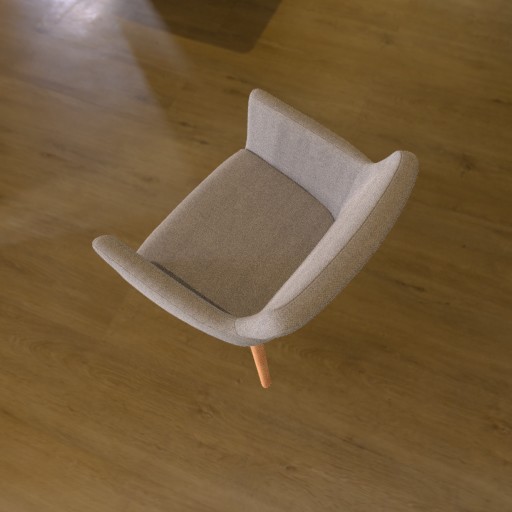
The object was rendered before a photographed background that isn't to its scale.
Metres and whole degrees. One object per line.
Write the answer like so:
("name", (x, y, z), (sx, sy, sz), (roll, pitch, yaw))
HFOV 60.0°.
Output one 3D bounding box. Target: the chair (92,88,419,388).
("chair", (0.000, 0.000, 1.176), (0.540, 0.780, 0.570), (35, 69, 16))
